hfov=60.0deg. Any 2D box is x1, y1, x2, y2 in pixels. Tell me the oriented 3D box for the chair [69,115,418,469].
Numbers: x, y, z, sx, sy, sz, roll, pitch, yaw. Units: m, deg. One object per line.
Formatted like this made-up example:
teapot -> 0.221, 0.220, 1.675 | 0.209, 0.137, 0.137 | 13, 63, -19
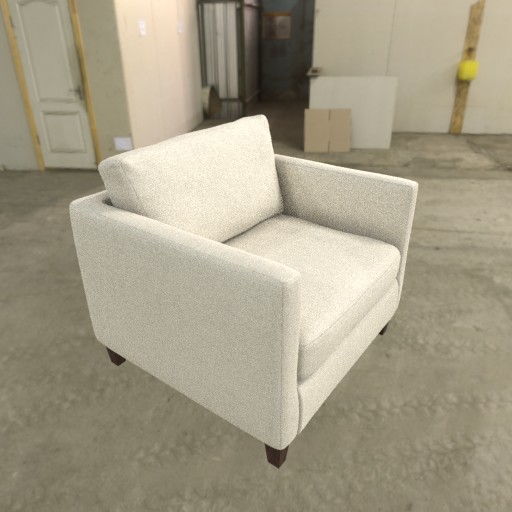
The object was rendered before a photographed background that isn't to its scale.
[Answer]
chair -> 0.000, 0.000, 1.760 | 0.959, 0.919, 0.996 | 19, 33, 32
